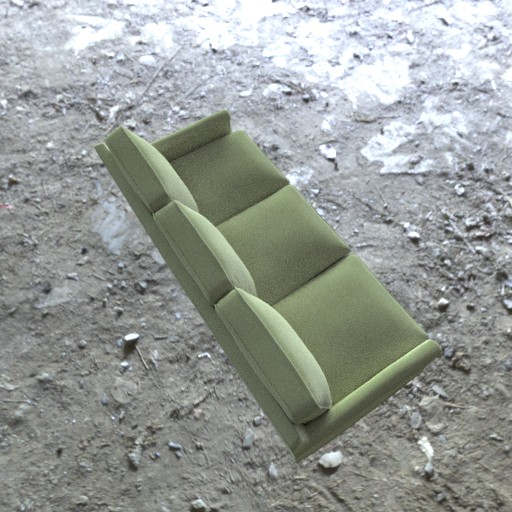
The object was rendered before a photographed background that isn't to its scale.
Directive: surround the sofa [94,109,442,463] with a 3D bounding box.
[{"bbox_3d":[0.000,0.000,2.820,1.084,1.003,2.246,-30,64,-16],"label":"sofa"}]
